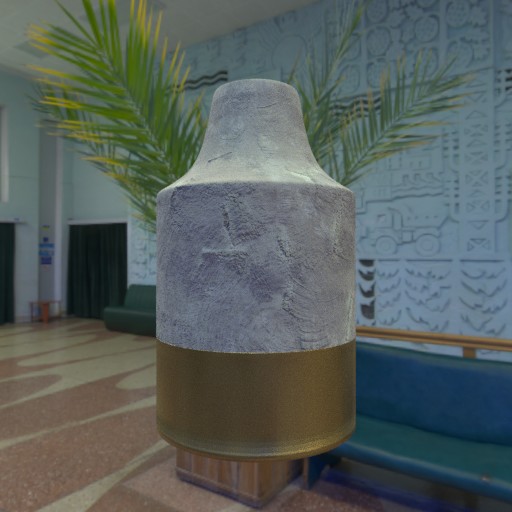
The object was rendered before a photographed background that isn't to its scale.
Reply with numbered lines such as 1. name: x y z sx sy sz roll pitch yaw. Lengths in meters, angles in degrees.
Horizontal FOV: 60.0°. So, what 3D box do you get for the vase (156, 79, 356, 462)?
1. vase: 0.000 0.000 0.419 0.184 0.305 0.184 0 0 0
